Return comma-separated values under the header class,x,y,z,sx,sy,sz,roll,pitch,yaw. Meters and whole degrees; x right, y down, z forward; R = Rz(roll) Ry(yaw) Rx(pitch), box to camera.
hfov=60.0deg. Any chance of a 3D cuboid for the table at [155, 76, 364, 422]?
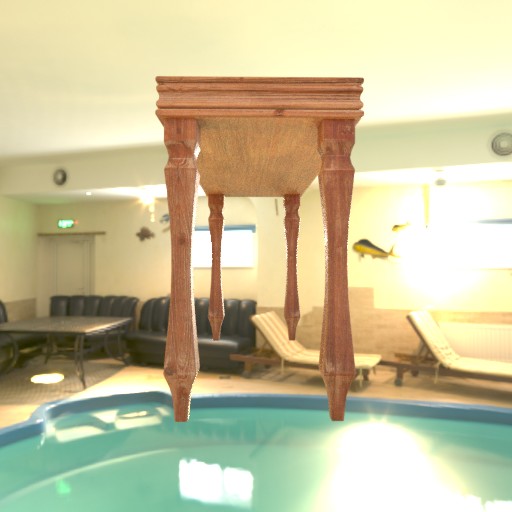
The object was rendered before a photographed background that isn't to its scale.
class,x,y,z,sx,sy,sz,roll,pitch,yaw
table,0.000,0.000,1.763,0.522,0.873,1.330,0,-1,-1
